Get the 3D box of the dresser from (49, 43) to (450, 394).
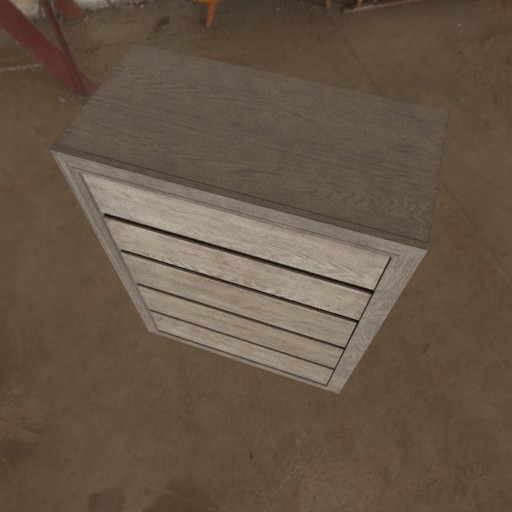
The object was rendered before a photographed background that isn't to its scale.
[{"bbox_3d":[0.000,0.000,1.734,0.967,1.295,0.483,16,60,10],"label":"dresser"}]
